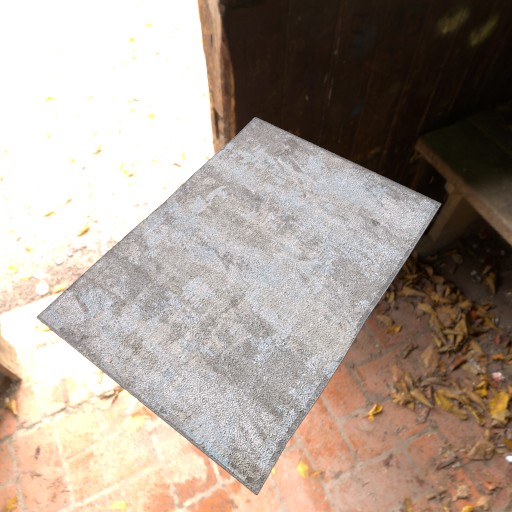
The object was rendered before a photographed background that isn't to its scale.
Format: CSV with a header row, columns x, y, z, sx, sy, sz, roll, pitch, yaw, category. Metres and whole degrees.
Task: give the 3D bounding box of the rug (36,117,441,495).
x,y,z,sx,sy,sz,roll,pitch,yaw,category
0.000,0.000,4.255,2.393,0.013,3.307,31,61,19,rug
